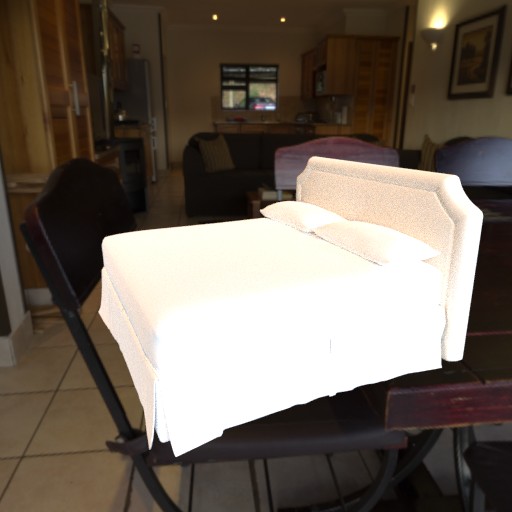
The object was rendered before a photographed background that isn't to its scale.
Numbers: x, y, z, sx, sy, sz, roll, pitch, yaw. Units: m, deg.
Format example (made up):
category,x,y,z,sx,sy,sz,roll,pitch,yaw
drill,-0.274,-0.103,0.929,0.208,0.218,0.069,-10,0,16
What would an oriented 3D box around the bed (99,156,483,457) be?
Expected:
category,x,y,z,sx,sy,sz,roll,pitch,yaw
bed,0.000,0.000,3.398,2.204,1.301,2.160,-8,19,-24
